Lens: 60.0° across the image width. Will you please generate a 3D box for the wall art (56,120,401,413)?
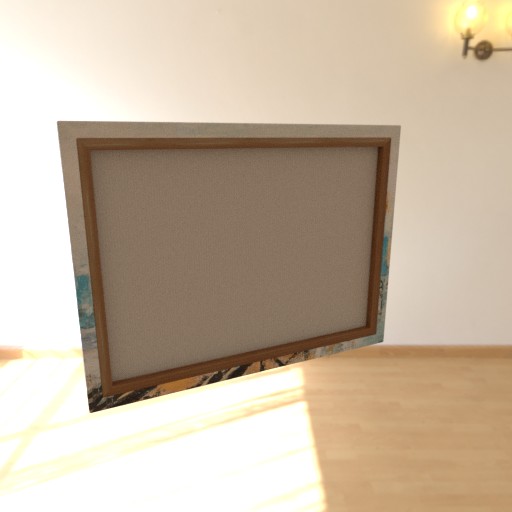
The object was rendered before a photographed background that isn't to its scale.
[{"bbox_3d":[0.000,0.000,1.328,1.016,0.762,0.038,-7,17,-24],"label":"wall art"}]
